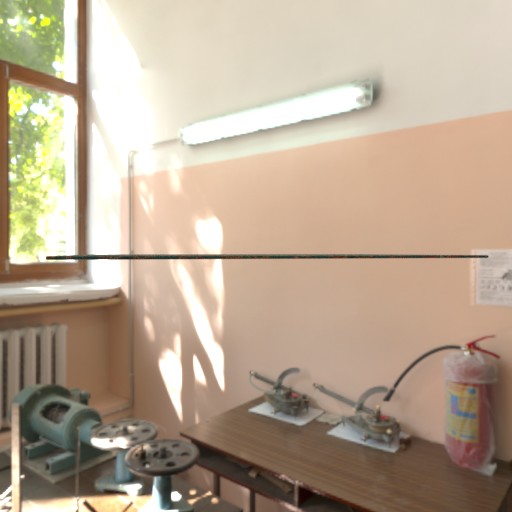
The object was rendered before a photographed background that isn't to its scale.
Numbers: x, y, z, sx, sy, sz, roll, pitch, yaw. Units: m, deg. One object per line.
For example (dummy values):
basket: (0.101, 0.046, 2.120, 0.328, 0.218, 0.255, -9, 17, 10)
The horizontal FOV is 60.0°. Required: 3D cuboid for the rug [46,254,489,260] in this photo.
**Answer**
rug: (0.000, 0.000, 2.899, 2.290, 0.016, 1.527, 0, 1, -17)
